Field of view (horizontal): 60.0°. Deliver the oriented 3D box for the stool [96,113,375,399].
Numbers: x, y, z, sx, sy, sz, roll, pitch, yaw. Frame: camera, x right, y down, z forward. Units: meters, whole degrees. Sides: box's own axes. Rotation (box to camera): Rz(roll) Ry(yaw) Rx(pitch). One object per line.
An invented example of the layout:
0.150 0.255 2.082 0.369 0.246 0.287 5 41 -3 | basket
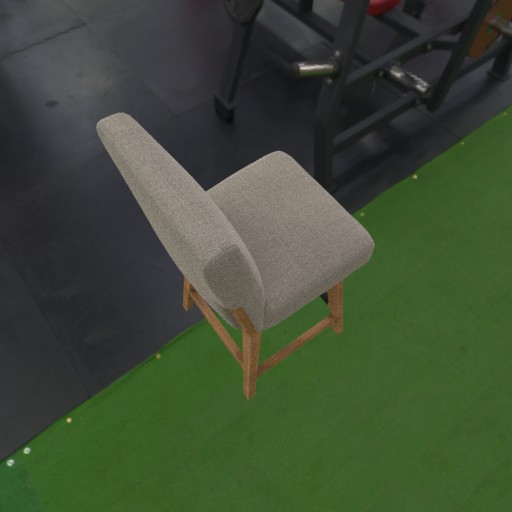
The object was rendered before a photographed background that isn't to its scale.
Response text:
0.000 0.000 1.320 0.526 1.010 0.459 -32 64 -18 | stool
